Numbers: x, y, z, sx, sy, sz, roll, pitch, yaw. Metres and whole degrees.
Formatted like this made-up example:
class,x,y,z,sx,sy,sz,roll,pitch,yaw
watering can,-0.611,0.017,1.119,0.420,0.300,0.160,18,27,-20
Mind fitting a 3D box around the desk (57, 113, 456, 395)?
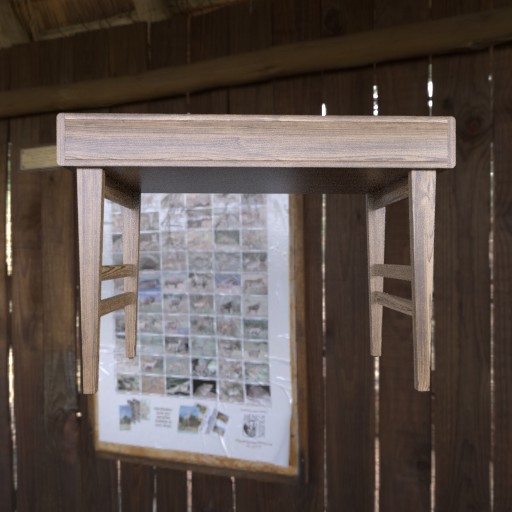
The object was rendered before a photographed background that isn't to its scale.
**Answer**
class,x,y,z,sx,sy,sz,roll,pitch,yaw
desk,0.000,0.000,1.439,1.067,0.755,0.508,0,0,-2
